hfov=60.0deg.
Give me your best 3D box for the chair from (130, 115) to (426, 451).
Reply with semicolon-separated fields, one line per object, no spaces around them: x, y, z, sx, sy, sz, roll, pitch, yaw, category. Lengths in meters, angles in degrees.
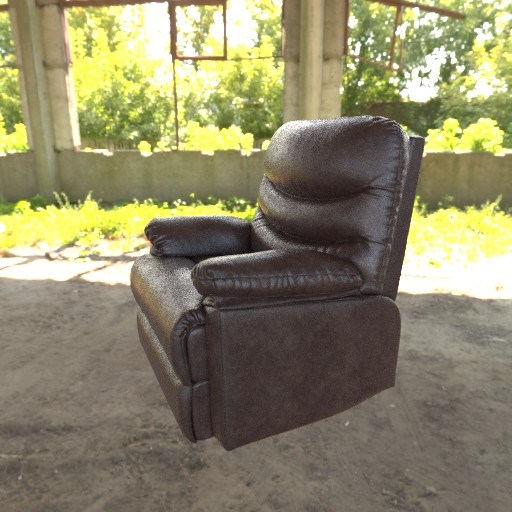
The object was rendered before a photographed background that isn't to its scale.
0.000;0.000;1.737;0.879;1.041;0.940;-7;16;-24;chair
